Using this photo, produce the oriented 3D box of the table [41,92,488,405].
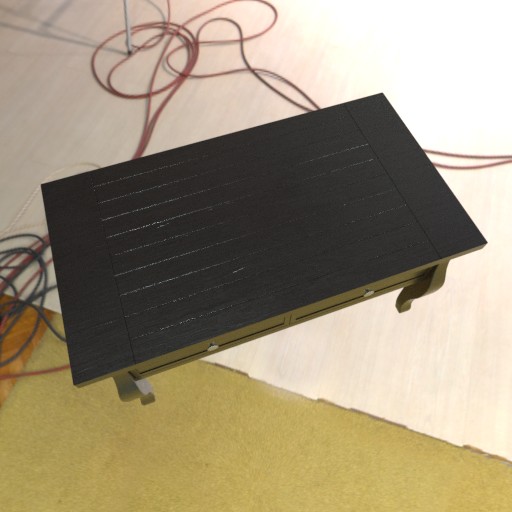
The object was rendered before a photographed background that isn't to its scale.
[{"bbox_3d":[0.000,0.000,1.404,1.062,0.494,0.600,-18,63,-9],"label":"table"}]
